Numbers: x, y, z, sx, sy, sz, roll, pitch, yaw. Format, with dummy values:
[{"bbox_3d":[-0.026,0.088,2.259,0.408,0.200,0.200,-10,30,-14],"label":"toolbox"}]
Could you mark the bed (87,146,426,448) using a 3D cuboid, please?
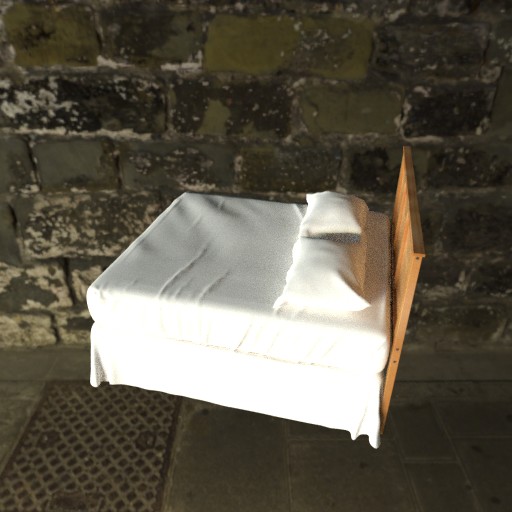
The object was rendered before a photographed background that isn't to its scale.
[{"bbox_3d":[0.000,0.000,3.209,2.035,1.273,1.870,8,32,12],"label":"bed"}]
